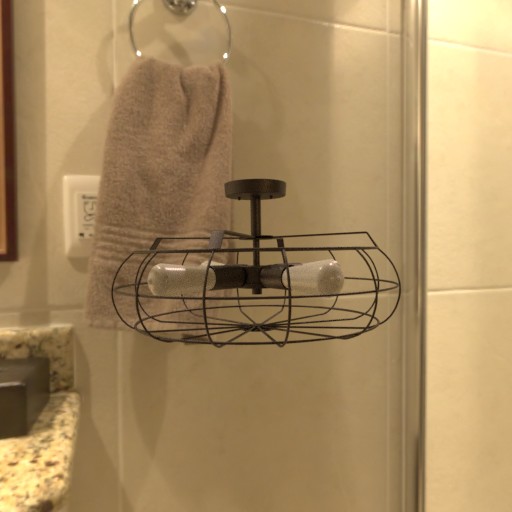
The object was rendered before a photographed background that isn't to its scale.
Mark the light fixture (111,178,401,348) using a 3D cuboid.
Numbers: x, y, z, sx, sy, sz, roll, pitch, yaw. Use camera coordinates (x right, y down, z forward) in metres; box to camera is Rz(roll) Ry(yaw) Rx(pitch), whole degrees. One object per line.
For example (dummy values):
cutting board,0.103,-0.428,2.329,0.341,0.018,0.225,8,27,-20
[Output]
light fixture,0.000,0.000,0.946,0.582,0.311,0.582,0,1,0
